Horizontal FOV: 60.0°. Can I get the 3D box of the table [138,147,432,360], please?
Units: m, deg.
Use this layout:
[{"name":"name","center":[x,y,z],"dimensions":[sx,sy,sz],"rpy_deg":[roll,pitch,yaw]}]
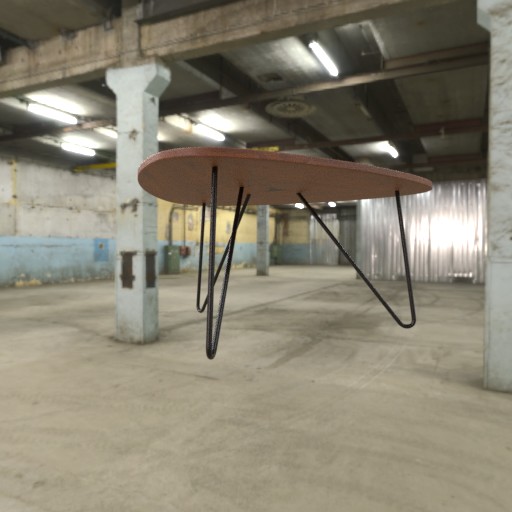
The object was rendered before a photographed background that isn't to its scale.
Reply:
[{"name":"table","center":[0.000,0.000,1.315],"dimensions":[0.833,0.413,0.821],"rpy_deg":[0,0,-35]}]
